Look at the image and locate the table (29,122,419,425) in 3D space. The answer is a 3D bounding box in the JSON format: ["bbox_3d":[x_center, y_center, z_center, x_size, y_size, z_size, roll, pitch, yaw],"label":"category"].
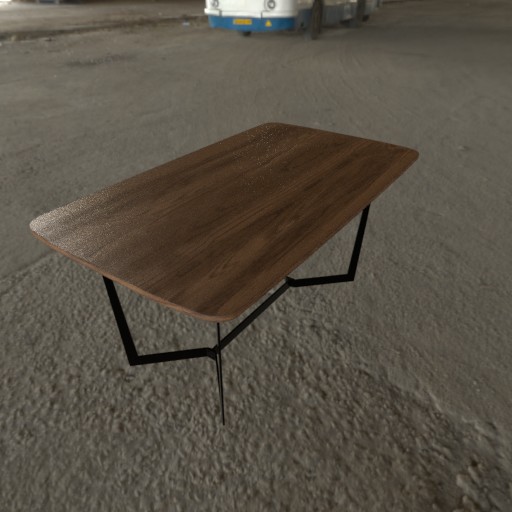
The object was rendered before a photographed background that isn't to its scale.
[{"bbox_3d":[0.000,0.000,2.114,0.949,0.765,1.643,21,38,29],"label":"table"}]
